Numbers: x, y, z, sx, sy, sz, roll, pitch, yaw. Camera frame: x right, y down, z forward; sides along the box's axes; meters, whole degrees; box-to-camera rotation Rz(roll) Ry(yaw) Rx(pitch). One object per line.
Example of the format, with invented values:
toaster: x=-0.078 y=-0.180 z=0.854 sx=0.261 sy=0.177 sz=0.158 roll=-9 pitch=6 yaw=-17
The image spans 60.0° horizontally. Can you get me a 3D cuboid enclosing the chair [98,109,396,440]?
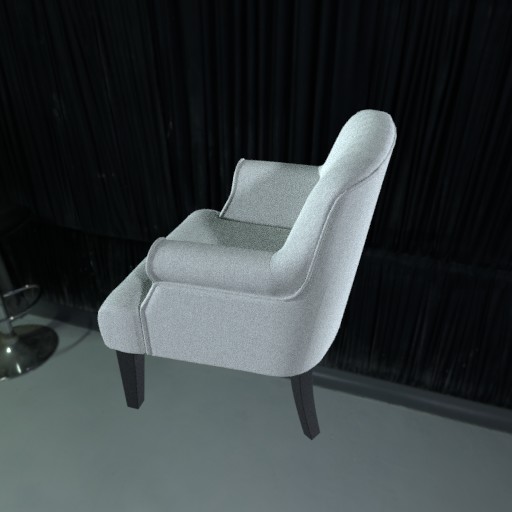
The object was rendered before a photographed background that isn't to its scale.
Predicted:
chair: x=0.000 y=0.000 z=1.434 sx=0.750 sy=0.875 sz=0.781 roll=8 pitch=31 yaw=14
